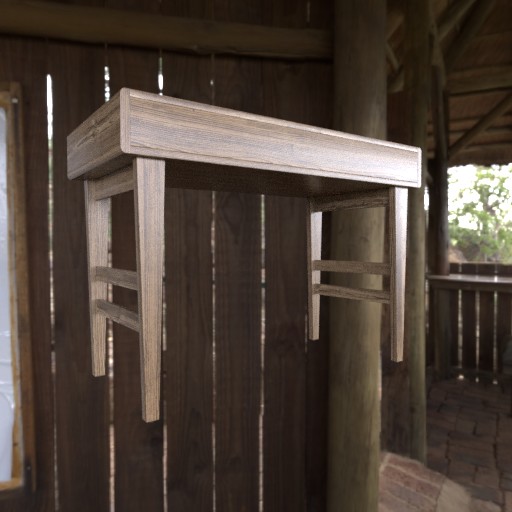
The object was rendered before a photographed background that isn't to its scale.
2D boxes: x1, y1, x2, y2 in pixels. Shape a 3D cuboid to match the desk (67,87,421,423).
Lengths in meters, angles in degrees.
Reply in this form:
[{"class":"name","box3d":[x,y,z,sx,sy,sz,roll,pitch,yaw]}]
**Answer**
[{"class":"desk","box3d":[0.000,0.000,1.473,1.067,0.755,0.508,-1,2,-35]}]
